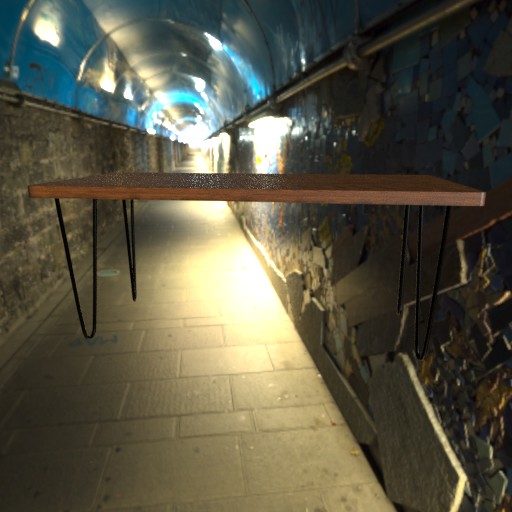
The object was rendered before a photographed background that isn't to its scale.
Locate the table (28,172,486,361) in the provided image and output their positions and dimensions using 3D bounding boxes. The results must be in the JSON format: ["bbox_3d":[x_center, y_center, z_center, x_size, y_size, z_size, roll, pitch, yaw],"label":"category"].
[{"bbox_3d":[0.000,0.000,2.212,1.791,0.753,0.883,2,14,8],"label":"table"}]
